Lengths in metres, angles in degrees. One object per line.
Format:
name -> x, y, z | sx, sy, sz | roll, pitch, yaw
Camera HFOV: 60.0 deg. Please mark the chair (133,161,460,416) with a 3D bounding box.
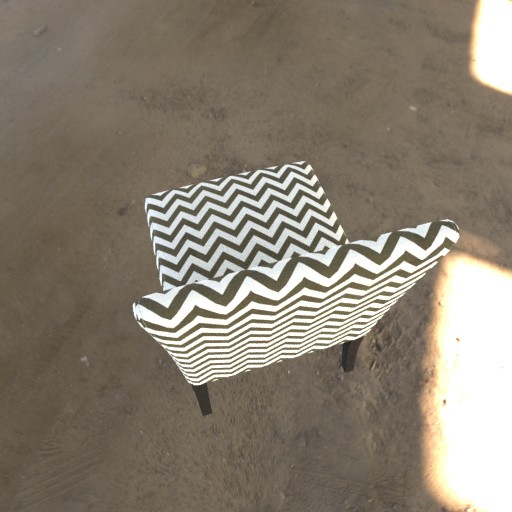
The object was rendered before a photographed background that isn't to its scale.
chair -> 0.000, 0.000, 1.254 | 0.589, 0.838, 0.648 | -14, 59, -9
